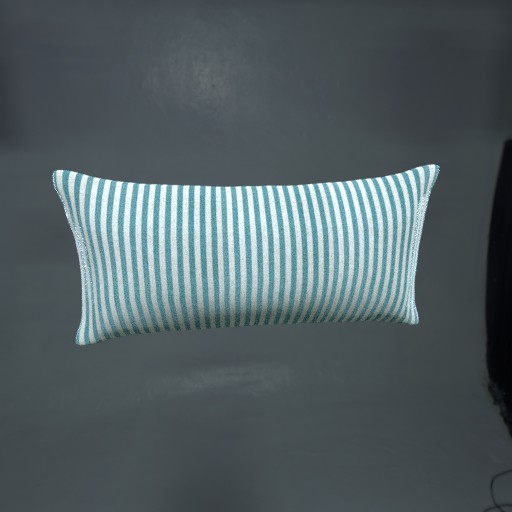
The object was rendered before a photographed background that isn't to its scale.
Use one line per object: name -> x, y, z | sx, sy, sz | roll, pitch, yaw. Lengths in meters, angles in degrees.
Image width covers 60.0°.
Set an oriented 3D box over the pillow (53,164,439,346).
pillow -> 0.000, 0.000, 0.745 | 0.617, 0.295, 0.151 | -2, 17, -7
